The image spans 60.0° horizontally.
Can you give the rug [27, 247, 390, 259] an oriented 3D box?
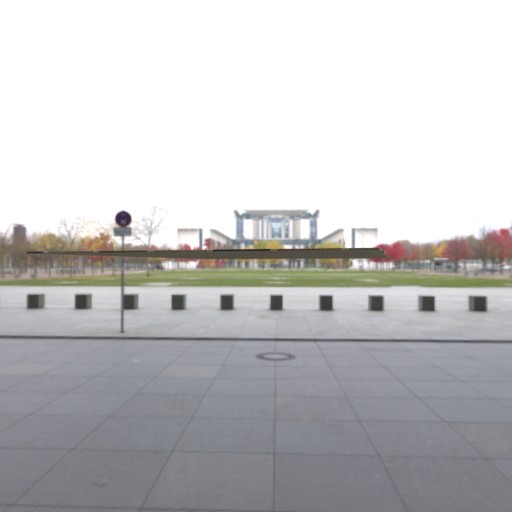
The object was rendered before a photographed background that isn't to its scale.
[{"bbox_3d":[0.000,0.000,4.305,2.439,0.013,3.200,0,-1,18],"label":"rug"}]
